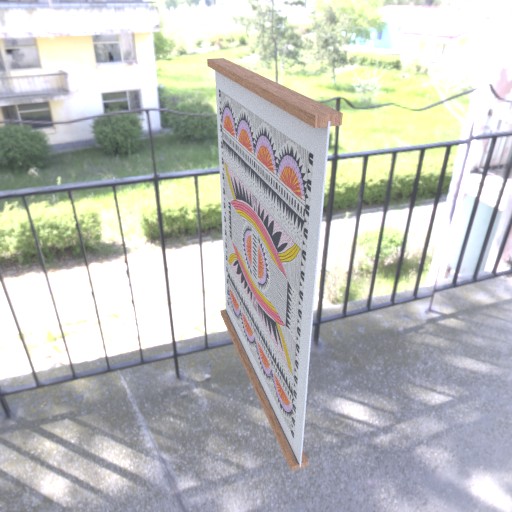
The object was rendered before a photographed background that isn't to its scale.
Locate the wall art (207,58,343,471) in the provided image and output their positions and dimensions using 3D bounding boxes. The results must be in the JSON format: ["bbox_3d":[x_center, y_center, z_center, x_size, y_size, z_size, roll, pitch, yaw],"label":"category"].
[{"bbox_3d":[0.000,0.000,0.700,0.028,0.527,0.403,-10,33,-17],"label":"wall art"}]
